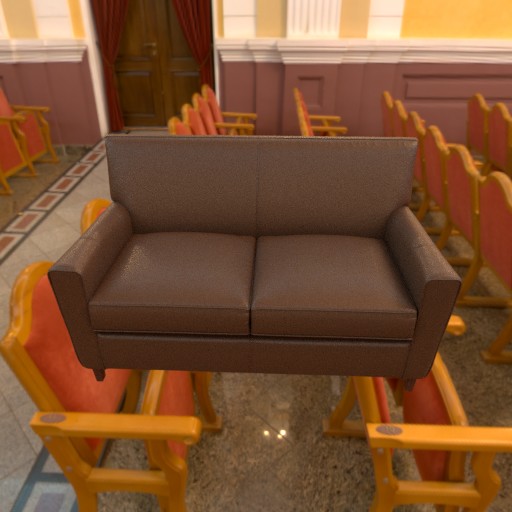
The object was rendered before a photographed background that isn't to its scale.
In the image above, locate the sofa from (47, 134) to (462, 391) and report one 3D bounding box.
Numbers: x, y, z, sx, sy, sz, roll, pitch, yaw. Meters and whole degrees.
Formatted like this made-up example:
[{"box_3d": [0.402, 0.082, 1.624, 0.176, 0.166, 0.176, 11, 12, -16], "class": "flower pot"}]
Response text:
[{"box_3d": [0.000, 0.000, 1.960, 1.468, 0.859, 0.853, 1, 30, 2], "class": "sofa"}]
